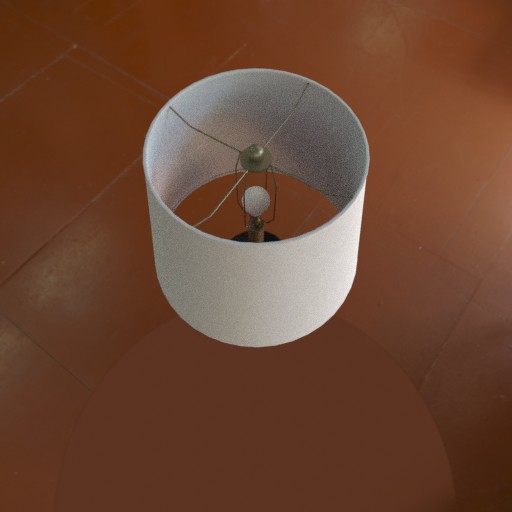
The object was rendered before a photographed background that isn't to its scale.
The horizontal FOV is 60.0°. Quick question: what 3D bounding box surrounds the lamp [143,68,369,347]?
[{"bbox_3d":[0.000,0.000,0.547,0.239,0.399,0.239,0,63,0],"label":"lamp"}]
